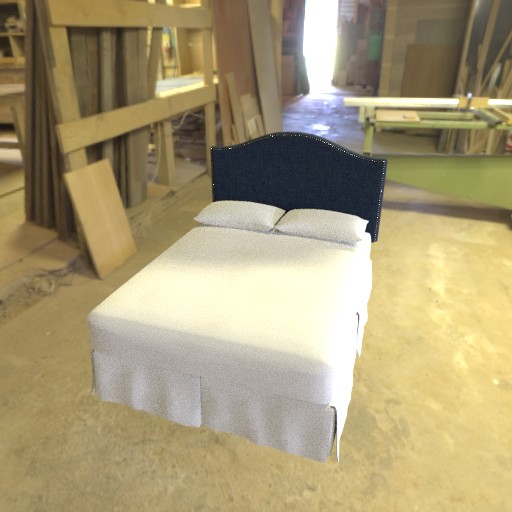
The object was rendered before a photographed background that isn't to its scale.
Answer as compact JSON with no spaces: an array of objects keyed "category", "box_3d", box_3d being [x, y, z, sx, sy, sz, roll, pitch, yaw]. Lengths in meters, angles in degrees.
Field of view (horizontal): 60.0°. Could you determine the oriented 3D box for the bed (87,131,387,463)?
[{"category":"bed","box_3d":[0.000,0.000,3.382,1.713,1.518,2.153,8,27,17]}]
